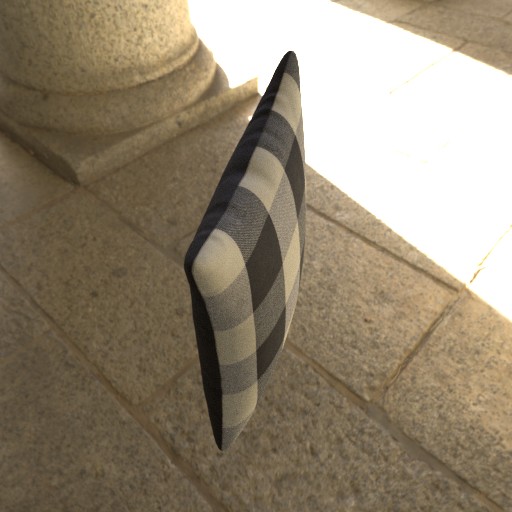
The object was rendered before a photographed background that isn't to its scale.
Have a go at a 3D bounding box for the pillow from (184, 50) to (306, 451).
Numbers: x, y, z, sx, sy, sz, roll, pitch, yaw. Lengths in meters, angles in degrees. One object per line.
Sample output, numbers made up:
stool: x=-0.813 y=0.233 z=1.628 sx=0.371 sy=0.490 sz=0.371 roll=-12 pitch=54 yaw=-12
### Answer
pillow: x=0.000 y=0.000 z=0.778 sx=0.161 sy=0.509 sz=0.511 roll=10 pitch=48 yaw=9
